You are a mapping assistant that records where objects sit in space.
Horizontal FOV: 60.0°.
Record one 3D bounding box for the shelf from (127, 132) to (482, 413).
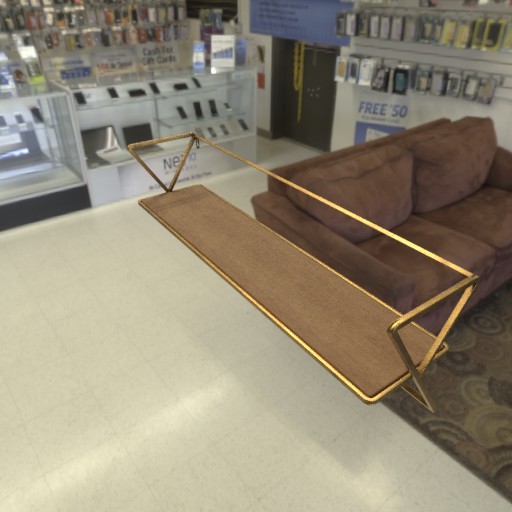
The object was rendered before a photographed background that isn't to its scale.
[{"bbox_3d":[0.000,0.000,0.731,0.150,0.229,0.645,-21,38,-30],"label":"shelf"}]
